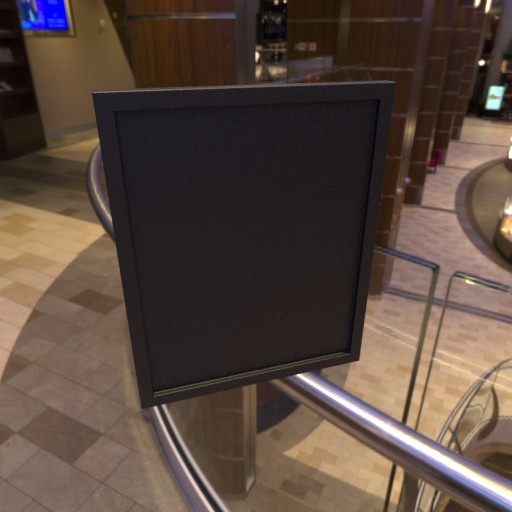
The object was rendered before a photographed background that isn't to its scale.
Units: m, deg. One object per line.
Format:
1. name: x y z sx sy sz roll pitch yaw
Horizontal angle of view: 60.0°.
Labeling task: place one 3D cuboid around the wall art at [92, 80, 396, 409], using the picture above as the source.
1. wall art: 0.000 0.000 0.775 0.457 0.559 0.028 -8 28 -16
